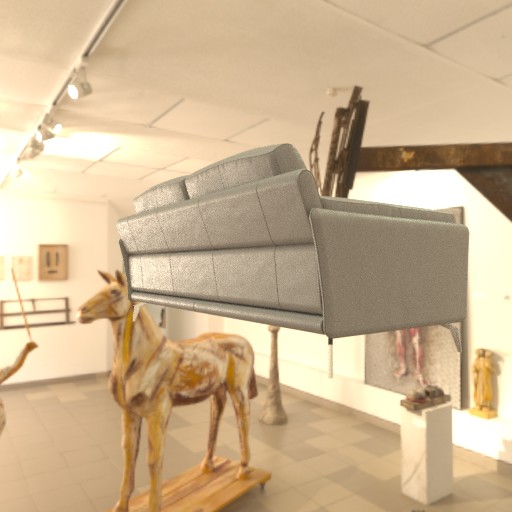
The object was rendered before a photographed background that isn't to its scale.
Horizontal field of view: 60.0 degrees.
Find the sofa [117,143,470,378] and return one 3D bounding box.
[{"bbox_3d":[0.000,0.000,2.656,1.049,0.930,2.101,1,-2,-35],"label":"sofa"}]
